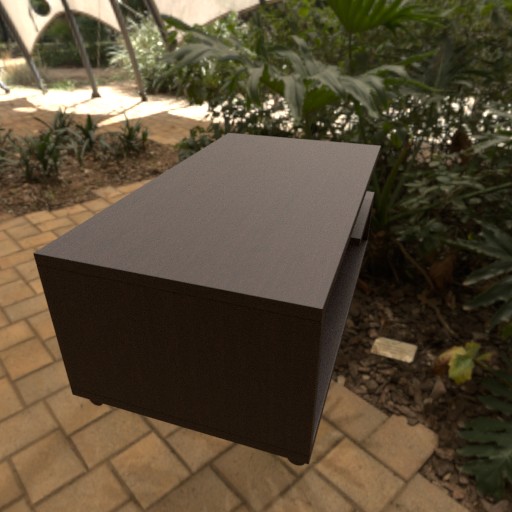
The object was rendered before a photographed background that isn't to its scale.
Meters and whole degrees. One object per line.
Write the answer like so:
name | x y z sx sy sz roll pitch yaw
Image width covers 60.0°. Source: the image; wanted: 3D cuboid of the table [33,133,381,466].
table | 0.000 0.000 1.354 0.590 0.460 1.050 9 30 16
